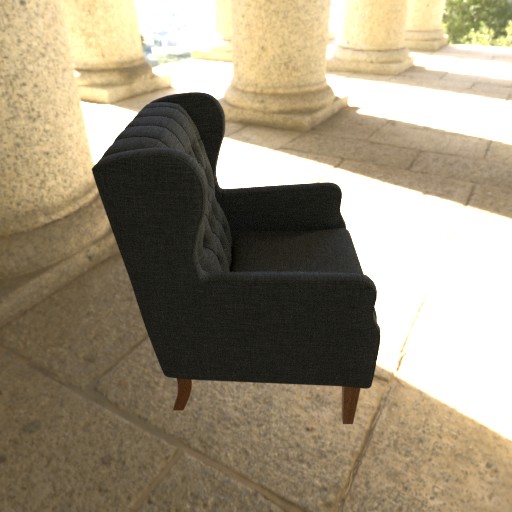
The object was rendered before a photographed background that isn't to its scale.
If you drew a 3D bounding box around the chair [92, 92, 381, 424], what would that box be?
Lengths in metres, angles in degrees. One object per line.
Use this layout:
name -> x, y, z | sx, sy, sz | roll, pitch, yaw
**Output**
chair -> 0.000, 0.000, 1.524 | 0.775, 0.953, 0.711 | 0, 33, 1
